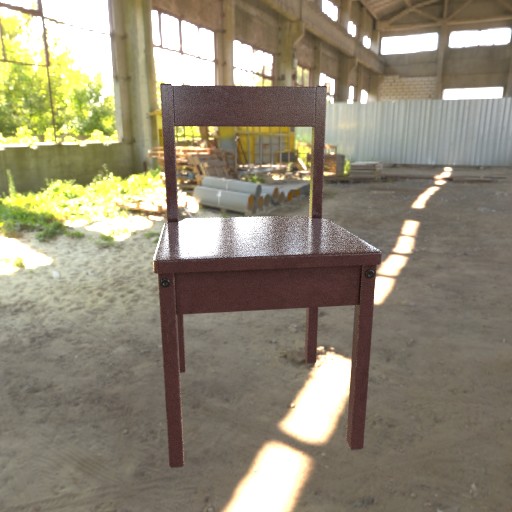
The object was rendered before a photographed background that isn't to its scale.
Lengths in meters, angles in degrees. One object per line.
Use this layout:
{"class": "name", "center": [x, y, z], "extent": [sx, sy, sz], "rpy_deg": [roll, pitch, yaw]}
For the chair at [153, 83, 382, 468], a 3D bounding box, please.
{"class": "chair", "center": [0.000, 0.000, 0.875], "extent": [0.367, 0.668, 0.361], "rpy_deg": [-2, 15, -8]}
